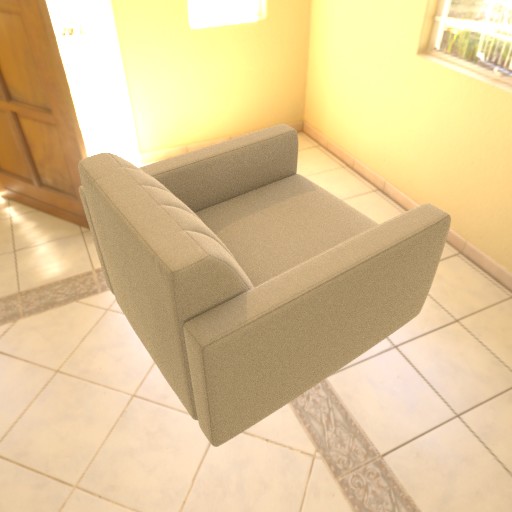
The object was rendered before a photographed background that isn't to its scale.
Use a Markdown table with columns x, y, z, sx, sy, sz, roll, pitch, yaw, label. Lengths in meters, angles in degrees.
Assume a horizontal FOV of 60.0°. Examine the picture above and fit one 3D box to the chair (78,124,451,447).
| x | y | z | sx | sy | sz | roll | pitch | yaw | label |
| --- | --- | --- | --- | --- | --- | --- | --- | --- | --- |
| 0.000 | 0.000 | 1.680 | 0.998 | 0.819 | 0.953 | -25 | 46 | -26 | chair |
